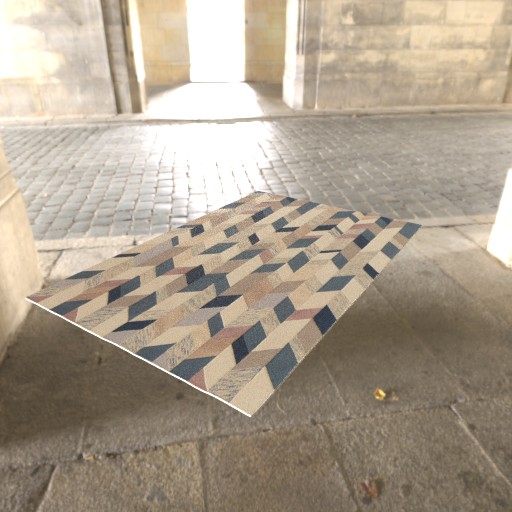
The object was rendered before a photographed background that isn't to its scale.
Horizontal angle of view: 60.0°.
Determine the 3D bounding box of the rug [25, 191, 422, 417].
[{"bbox_3d":[0.000,0.000,2.297,1.202,0.006,1.813,17,31,30],"label":"rug"}]
